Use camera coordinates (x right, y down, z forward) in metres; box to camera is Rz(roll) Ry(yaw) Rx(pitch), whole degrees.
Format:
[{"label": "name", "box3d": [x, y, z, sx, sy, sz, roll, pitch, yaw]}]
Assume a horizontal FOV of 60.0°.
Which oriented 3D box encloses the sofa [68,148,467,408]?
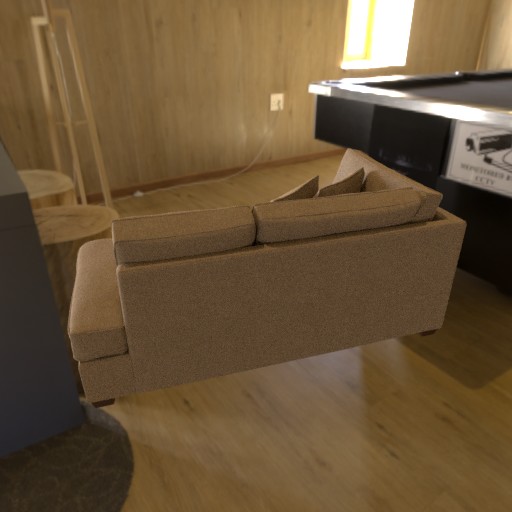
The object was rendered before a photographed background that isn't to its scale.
[{"label": "sofa", "box3d": [0.000, 0.000, 2.861, 2.238, 1.019, 1.110, -8, 29, -15]}]
